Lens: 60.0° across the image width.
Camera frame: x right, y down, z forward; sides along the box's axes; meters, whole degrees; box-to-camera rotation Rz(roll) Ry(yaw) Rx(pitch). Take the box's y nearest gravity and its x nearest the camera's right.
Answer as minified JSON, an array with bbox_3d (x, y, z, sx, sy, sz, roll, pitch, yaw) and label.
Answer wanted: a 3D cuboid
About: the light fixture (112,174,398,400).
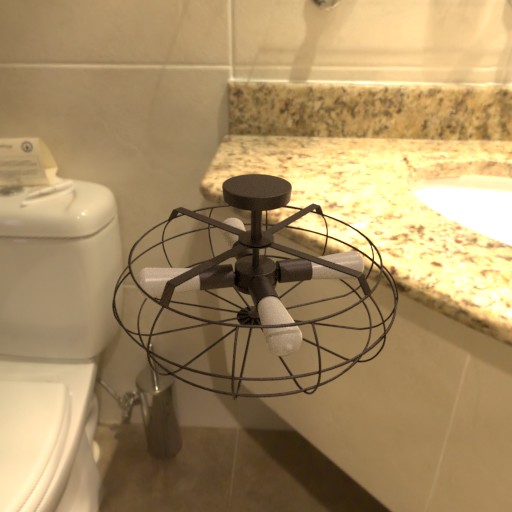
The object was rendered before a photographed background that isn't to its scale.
[{"bbox_3d":[0.000,0.000,0.913,0.582,0.311,0.582,0,29,0],"label":"light fixture"}]
